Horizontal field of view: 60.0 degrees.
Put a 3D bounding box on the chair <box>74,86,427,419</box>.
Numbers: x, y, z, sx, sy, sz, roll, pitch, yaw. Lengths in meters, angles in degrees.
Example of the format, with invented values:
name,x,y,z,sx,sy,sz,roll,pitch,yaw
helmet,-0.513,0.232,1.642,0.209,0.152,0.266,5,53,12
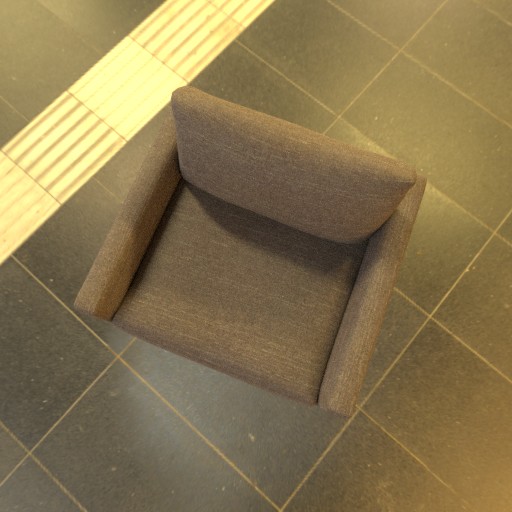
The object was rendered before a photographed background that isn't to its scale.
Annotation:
name,x,y,z,sx,sy,sz,roll,pitch,yaw
chair,0.000,0.000,1.600,0.940,0.841,0.845,21,77,5
